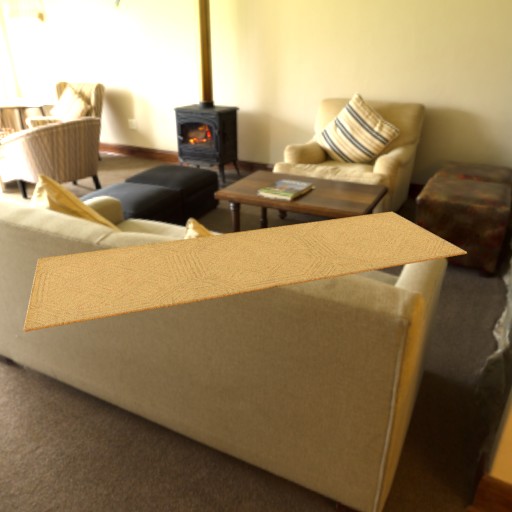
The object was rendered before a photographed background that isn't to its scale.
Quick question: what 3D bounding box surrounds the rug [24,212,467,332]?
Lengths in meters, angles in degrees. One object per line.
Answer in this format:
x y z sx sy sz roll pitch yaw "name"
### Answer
0.000 0.000 2.655 2.452 0.012 0.775 -9 27 -17 "rug"
